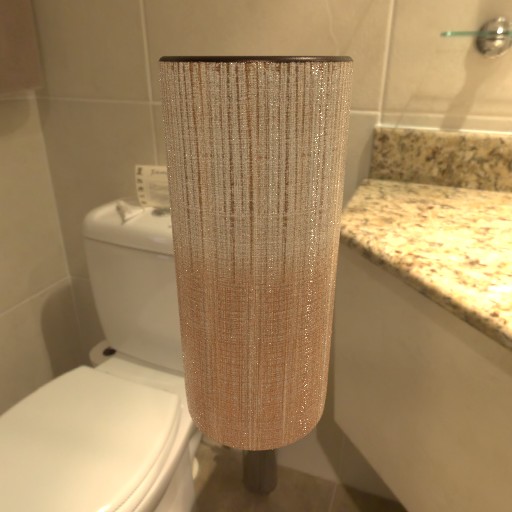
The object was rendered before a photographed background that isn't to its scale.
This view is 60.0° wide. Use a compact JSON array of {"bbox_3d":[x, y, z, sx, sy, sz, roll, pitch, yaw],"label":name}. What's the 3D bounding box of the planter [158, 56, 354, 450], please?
[{"bbox_3d":[0.000,0.000,0.276,0.100,0.227,0.100,-7,25,-14],"label":"planter"}]
